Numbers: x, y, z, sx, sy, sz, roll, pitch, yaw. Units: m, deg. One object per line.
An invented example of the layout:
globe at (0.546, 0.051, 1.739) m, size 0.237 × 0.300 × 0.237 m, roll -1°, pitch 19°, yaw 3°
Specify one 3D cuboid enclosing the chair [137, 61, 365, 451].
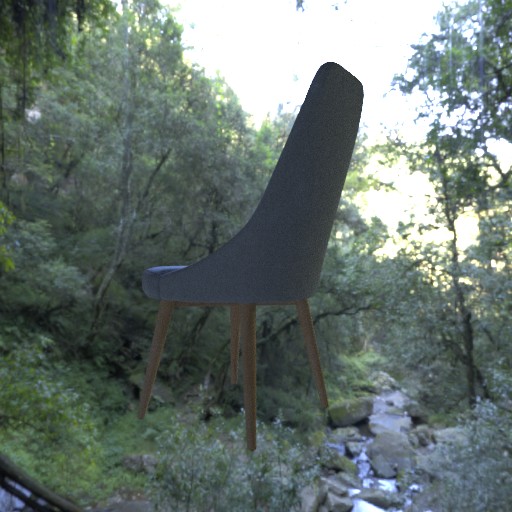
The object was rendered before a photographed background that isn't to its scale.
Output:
chair at (0.000, 0.000, 1.432) m, size 0.660 × 1.040 × 0.510 m, roll 0°, pitch 0°, yaw 37°
